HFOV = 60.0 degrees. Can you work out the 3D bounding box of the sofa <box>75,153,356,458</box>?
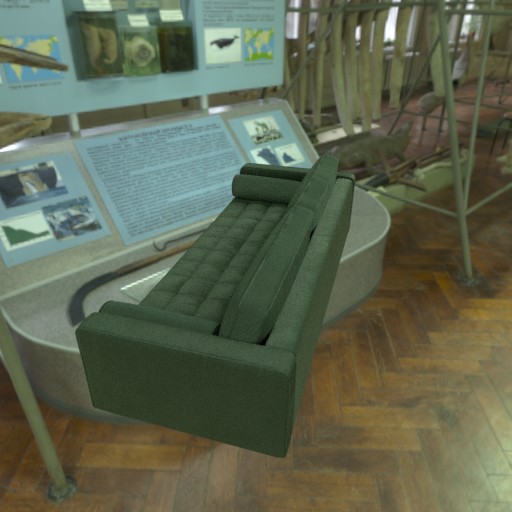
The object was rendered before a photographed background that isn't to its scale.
[{"bbox_3d":[0.000,0.000,2.661,0.918,0.769,2.199,9,31,15],"label":"sofa"}]
